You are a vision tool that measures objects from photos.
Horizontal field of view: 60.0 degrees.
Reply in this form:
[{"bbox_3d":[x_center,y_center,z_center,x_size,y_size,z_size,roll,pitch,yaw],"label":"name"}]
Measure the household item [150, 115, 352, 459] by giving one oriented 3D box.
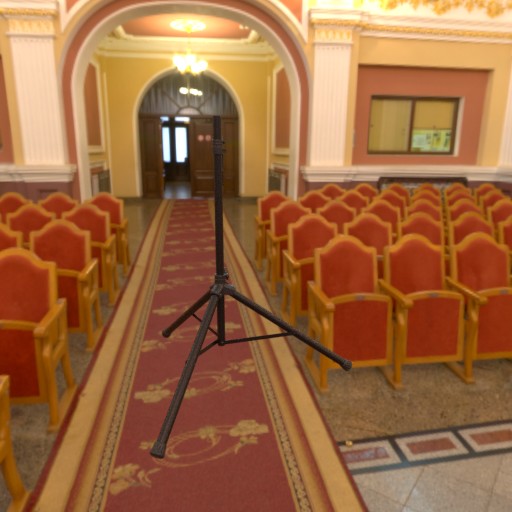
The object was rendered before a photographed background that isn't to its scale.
[{"bbox_3d":[0.000,0.000,1.884,0.907,1.136,1.045,-2,14,-8],"label":"household item"}]
